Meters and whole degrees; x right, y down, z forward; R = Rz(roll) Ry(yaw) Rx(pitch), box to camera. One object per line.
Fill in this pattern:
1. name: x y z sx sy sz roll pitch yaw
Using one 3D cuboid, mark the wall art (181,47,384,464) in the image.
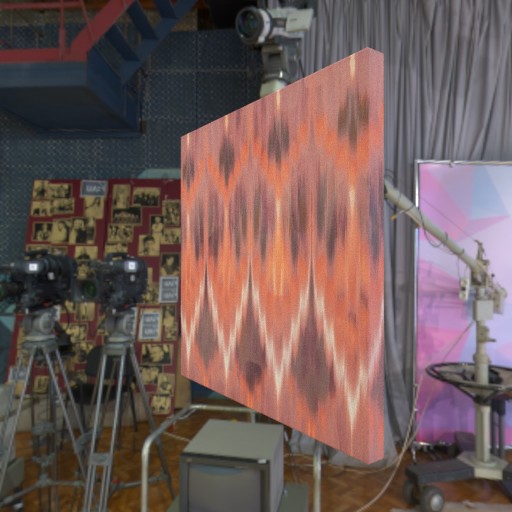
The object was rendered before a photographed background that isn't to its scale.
1. wall art: 0.000 0.000 0.898 0.037 0.609 0.603 0 0 -36
